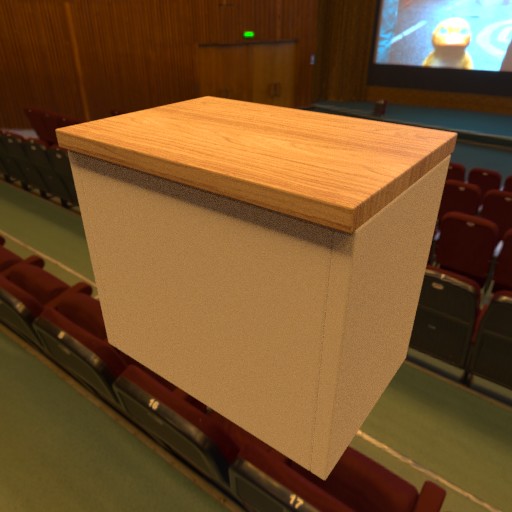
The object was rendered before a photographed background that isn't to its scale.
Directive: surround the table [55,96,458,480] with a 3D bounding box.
[{"bbox_3d":[0.000,0.000,0.781,0.500,0.440,0.360,20,36,31],"label":"table"}]
